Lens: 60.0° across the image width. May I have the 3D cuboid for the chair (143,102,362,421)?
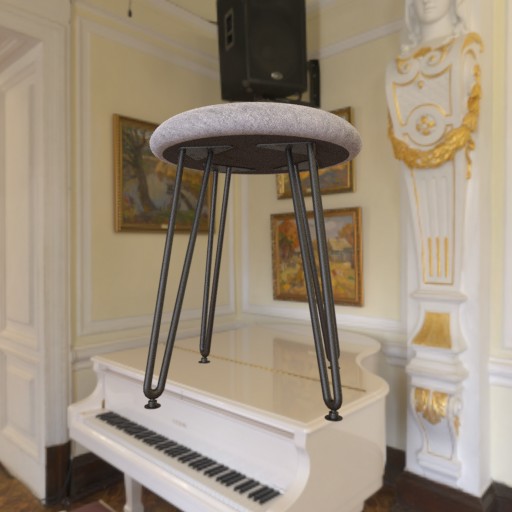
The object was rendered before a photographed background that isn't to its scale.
[{"bbox_3d":[0.000,0.000,0.663,0.350,0.386,0.350,0,1,-35],"label":"chair"}]
